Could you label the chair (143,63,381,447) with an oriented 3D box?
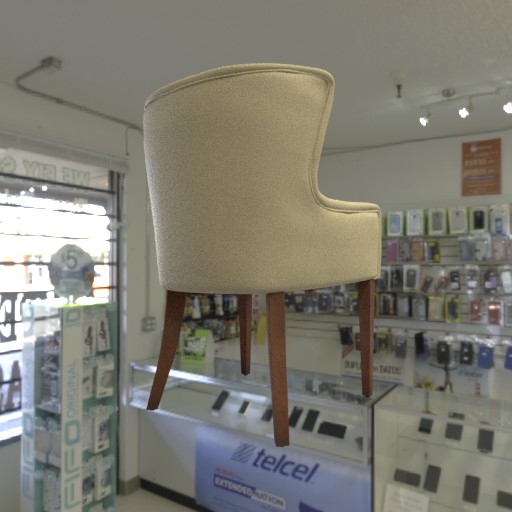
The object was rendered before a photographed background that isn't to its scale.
[{"bbox_3d":[0.000,0.000,1.427,0.660,0.952,0.686,-1,-2,36],"label":"chair"}]
